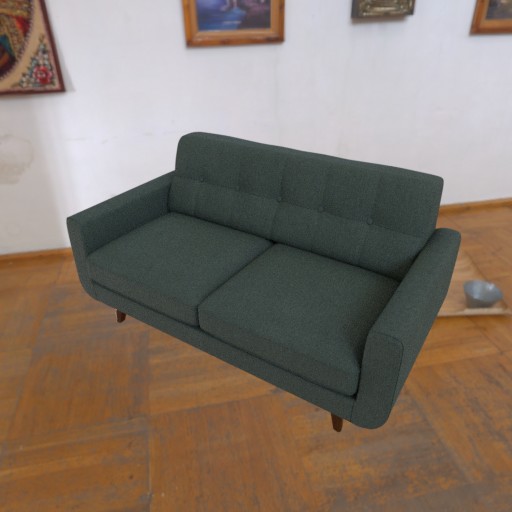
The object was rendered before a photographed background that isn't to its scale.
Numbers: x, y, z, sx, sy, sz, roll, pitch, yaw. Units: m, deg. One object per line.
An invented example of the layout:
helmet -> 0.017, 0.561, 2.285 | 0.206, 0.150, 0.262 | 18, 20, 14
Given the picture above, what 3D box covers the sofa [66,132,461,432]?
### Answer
sofa -> 0.000, 0.000, 2.113 | 1.631, 0.841, 0.909 | 18, 35, 28
